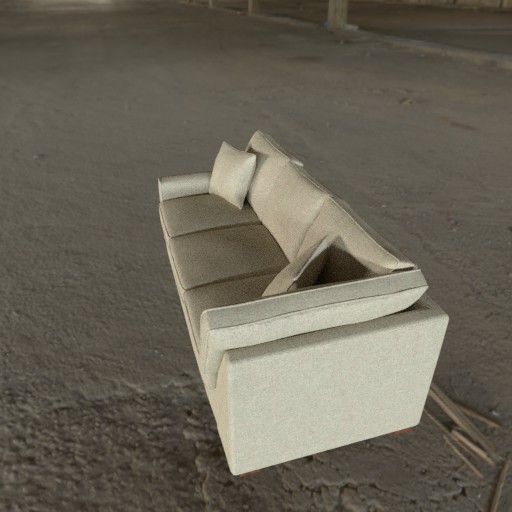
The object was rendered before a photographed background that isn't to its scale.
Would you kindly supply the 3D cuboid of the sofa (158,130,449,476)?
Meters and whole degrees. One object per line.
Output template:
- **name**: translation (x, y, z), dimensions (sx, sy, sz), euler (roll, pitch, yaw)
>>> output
- **sofa**: translation (0.000, 0.000, 2.838), dimensions (1.061, 0.962, 2.317), euler (-9, 33, -15)
